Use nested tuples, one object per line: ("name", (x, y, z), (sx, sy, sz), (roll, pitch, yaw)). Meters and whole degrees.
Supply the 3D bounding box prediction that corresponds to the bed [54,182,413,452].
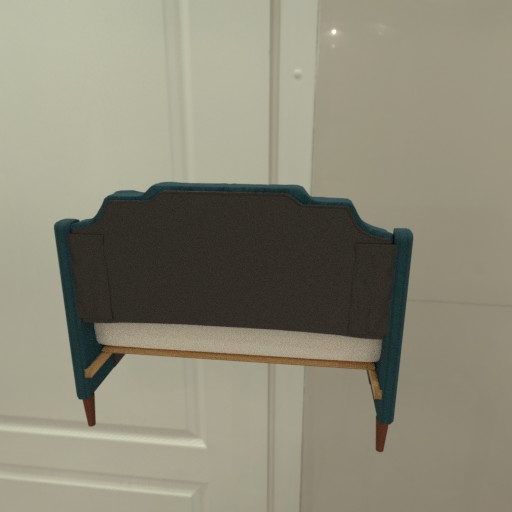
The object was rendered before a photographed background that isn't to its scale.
("bed", (0.000, 0.000, 3.249), (1.676, 1.351, 2.322), (2, 17, 7))
